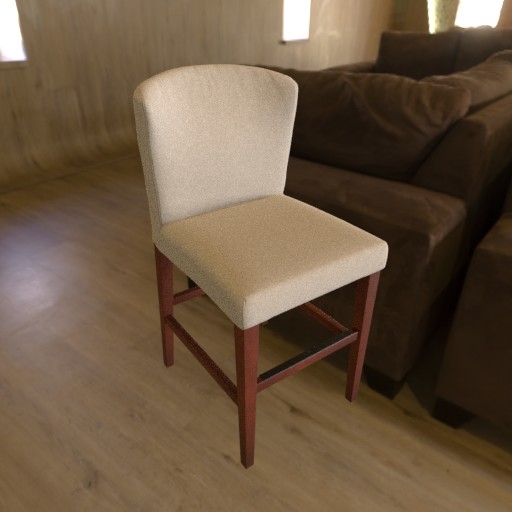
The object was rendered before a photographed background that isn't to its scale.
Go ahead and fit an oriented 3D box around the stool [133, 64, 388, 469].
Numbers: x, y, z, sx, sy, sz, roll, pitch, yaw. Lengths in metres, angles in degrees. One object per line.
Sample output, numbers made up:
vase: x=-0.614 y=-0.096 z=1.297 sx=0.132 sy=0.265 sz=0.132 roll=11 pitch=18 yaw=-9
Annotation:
stool: x=0.000 y=0.000 z=1.271 sx=0.479 sy=0.968 sz=0.568 roll=-19 pitch=34 yaw=-30
